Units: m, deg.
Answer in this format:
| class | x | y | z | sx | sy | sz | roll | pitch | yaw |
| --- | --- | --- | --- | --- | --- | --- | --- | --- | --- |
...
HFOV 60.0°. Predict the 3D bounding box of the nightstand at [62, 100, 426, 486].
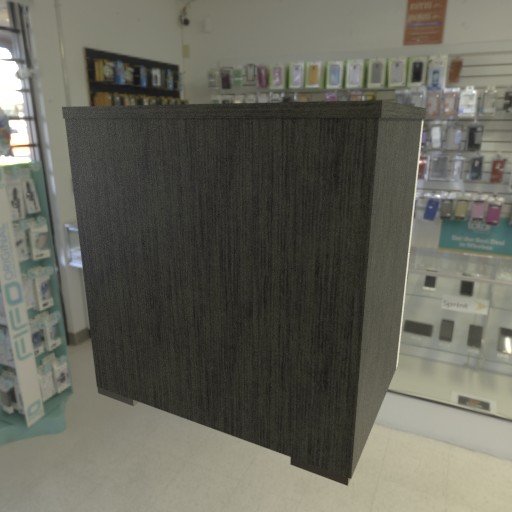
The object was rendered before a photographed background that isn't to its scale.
| class | x | y | z | sx | sy | sz | roll | pitch | yaw |
| --- | --- | --- | --- | --- | --- | --- | --- | --- | --- |
| nightstand | 0.000 | 0.000 | 0.725 | 0.441 | 0.460 | 0.325 | 9 | 19 | 26 |
